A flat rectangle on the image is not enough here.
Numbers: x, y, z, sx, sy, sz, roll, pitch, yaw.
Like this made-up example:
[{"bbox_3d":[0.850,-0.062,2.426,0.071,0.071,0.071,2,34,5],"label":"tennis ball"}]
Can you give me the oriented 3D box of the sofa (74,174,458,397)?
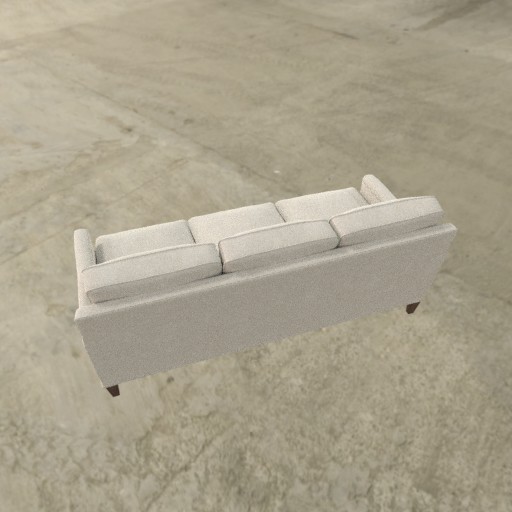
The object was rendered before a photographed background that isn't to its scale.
[{"bbox_3d":[0.000,0.000,2.951,2.246,1.003,1.084,-13,44,-14],"label":"sofa"}]
